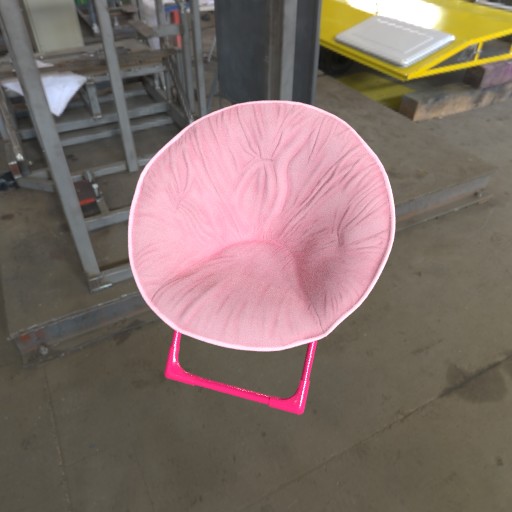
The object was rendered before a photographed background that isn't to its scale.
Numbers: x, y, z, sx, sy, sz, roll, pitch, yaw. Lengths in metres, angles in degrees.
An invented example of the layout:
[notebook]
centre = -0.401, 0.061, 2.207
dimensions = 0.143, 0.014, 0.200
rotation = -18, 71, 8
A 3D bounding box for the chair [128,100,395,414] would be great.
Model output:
[chair]
centre = 0.000, 0.000, 0.933
dimensions = 0.522, 0.494, 0.459
rotation = 11, 42, 13
